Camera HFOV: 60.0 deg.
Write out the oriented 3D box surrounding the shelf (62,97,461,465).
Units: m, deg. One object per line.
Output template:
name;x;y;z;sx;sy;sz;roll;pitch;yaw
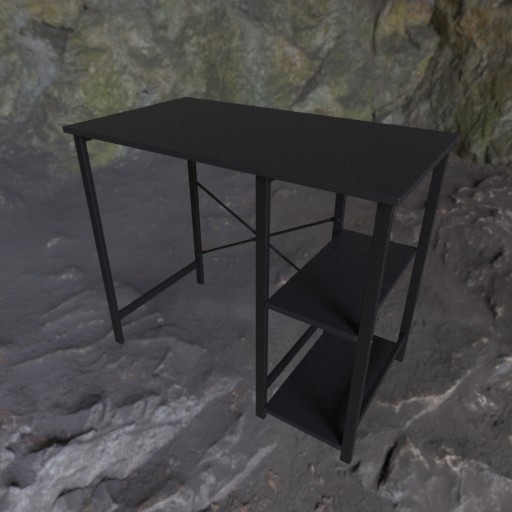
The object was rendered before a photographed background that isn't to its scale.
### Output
shelf;0.000;0.000;1.329;0.902;0.749;0.498;18;35;28
